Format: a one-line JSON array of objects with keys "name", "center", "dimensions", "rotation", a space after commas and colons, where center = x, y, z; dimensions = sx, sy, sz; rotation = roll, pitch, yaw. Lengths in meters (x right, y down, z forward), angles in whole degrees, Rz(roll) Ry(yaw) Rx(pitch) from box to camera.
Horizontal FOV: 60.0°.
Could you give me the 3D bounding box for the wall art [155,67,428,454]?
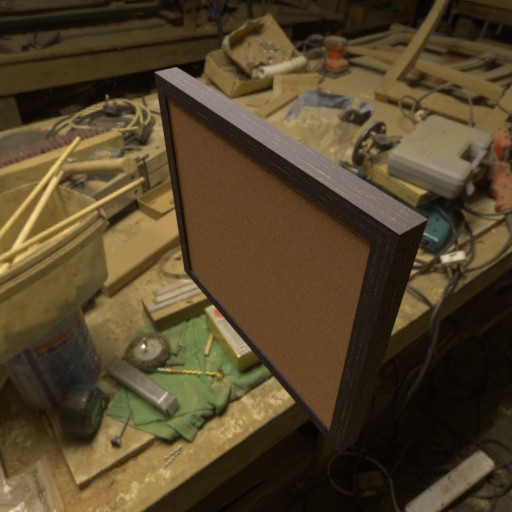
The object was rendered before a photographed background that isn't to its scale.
[{"name": "wall art", "center": [0.000, 0.000, 0.533], "dimensions": [0.031, 0.330, 0.381], "rotation": [-25, 47, -26]}]
